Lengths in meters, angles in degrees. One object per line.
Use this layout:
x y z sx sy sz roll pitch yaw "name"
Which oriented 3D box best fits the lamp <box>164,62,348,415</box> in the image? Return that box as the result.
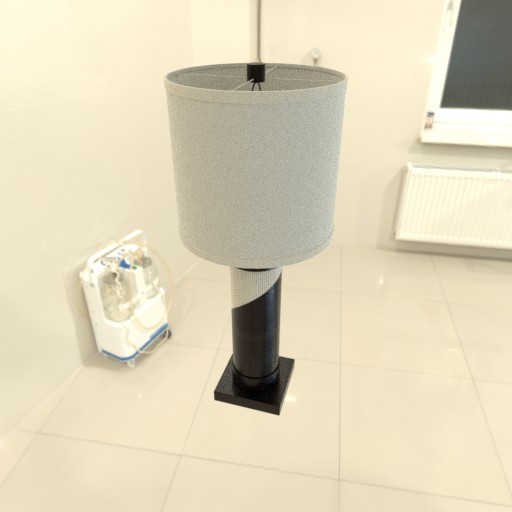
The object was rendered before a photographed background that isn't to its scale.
0.000 0.000 0.635 0.211 0.509 0.211 9 32 14 "lamp"
